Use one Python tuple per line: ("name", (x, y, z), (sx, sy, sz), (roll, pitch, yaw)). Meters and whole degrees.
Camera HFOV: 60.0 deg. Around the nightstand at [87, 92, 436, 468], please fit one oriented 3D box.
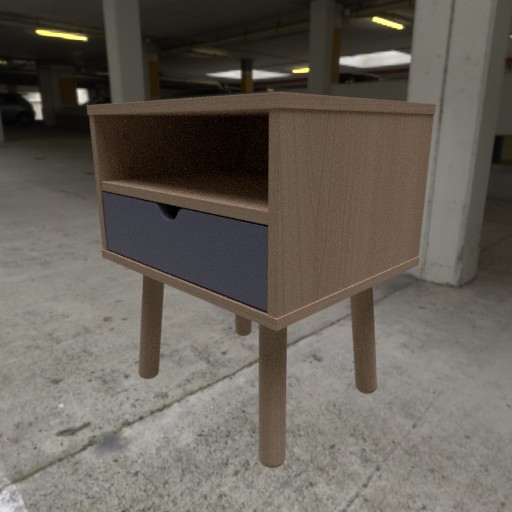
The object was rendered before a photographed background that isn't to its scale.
("nightstand", (0.000, 0.000, 0.820), (0.450, 0.530, 0.380), (16, 23, 43))
